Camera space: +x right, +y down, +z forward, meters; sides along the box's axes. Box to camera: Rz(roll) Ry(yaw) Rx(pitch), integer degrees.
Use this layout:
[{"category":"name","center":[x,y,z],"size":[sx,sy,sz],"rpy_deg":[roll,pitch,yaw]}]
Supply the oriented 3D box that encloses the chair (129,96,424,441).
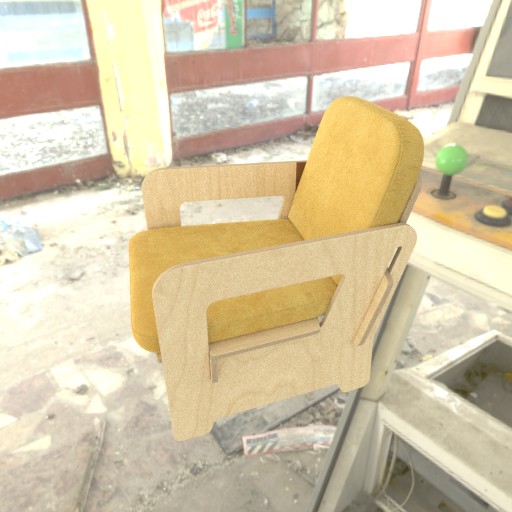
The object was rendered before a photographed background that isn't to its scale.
[{"category":"chair","center":[0.000,0.000,1.269],"size":[0.710,0.800,0.590],"rpy_deg":[-8,32,-12]}]
